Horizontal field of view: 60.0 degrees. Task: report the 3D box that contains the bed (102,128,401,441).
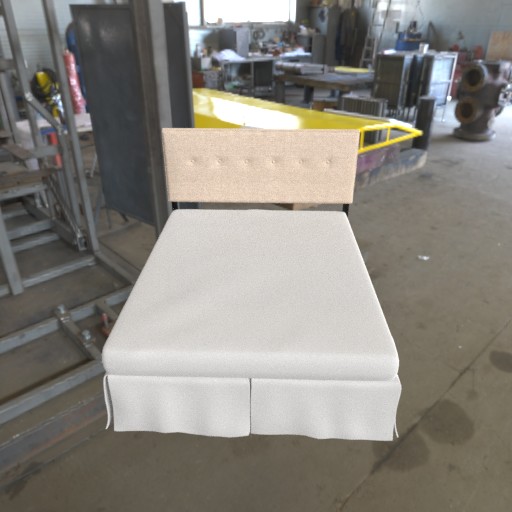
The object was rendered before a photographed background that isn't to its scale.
[{"bbox_3d":[0.000,0.000,3.000,1.643,1.270,1.978,1,28,2],"label":"bed"}]
